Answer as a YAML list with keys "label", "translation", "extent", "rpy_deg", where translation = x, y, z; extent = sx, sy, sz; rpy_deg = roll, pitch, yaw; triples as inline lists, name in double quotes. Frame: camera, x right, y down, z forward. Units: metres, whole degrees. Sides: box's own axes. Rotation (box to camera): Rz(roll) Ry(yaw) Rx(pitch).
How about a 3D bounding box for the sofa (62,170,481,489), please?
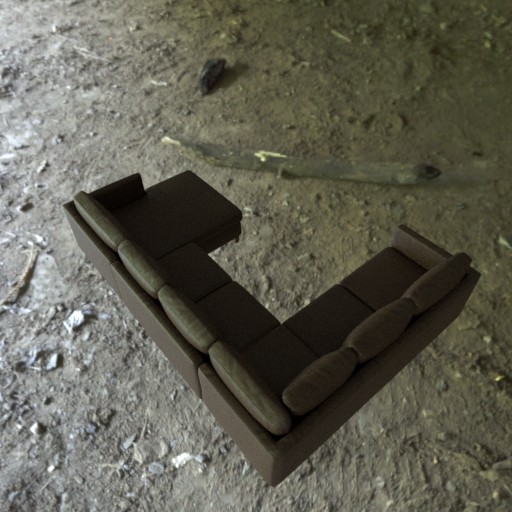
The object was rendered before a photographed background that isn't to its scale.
- label: "sofa"
  translation: [0.000, 0.000, 4.588]
  extent: [2.593, 0.923, 3.460]
  rpy_deg: [-31, 54, -26]
